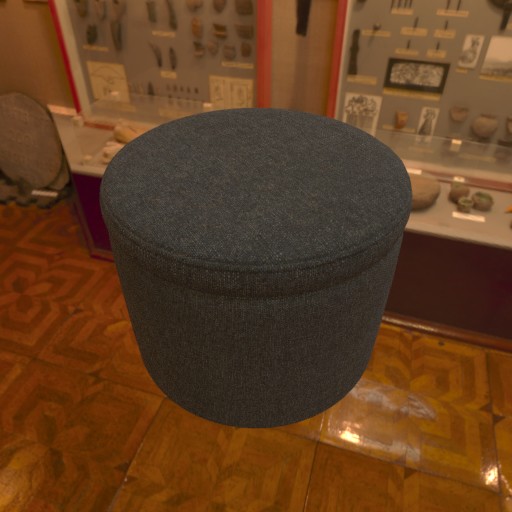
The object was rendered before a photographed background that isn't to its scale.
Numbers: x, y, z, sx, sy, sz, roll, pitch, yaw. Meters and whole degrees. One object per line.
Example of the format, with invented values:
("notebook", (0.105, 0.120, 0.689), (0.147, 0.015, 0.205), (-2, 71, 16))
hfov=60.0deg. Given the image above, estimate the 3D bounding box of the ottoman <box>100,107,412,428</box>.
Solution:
("ottoman", (0.000, 0.000, 0.873), (0.520, 0.430, 0.520), (0, 41, 0))
